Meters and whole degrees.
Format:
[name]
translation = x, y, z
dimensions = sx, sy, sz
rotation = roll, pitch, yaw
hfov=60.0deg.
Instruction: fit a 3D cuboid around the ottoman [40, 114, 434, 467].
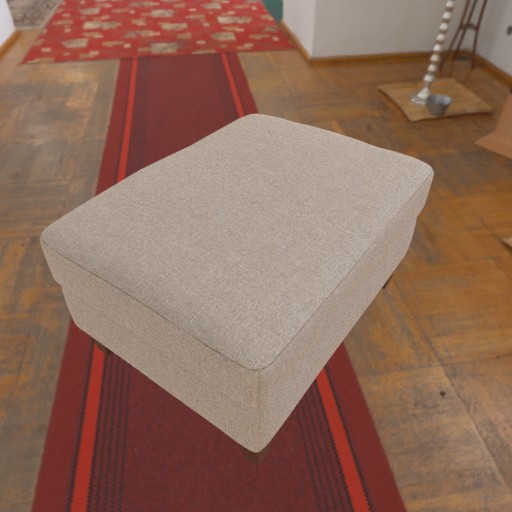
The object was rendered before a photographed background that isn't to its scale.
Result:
[ottoman]
translation = 0.000, 0.000, 1.289
dimensions = 0.677, 0.519, 0.898
rotation = 25, 47, 26
